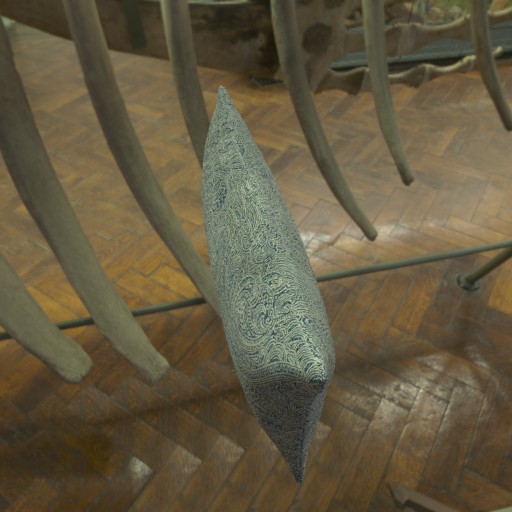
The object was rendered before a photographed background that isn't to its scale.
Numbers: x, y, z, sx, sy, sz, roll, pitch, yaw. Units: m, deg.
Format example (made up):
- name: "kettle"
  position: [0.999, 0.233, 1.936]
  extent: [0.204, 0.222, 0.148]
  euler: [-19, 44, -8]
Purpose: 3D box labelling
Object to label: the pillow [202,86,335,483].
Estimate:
- name: "pillow"
  position: [0.000, 0.000, 0.723]
  extent: [0.151, 0.295, 0.615]
  euler: [-9, 47, -8]
